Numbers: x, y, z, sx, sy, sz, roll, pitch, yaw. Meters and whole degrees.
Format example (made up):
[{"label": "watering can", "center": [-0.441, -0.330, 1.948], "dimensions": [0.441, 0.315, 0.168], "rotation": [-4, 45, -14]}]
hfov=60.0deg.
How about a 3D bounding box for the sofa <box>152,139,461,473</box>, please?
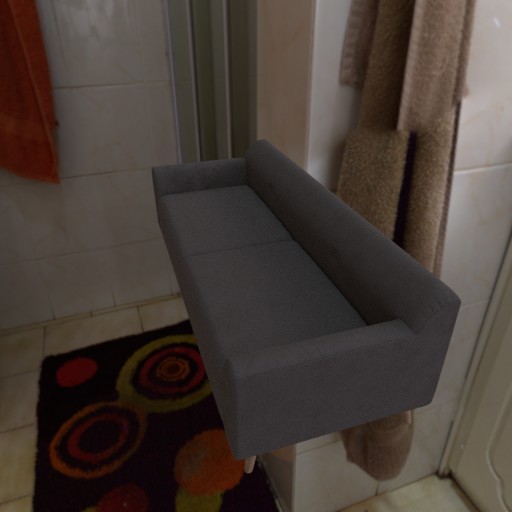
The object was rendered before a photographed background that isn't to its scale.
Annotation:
[{"label": "sofa", "center": [0.000, 0.000, 2.575], "dimensions": [0.900, 0.740, 2.190], "rotation": [-10, 32, -16]}]
